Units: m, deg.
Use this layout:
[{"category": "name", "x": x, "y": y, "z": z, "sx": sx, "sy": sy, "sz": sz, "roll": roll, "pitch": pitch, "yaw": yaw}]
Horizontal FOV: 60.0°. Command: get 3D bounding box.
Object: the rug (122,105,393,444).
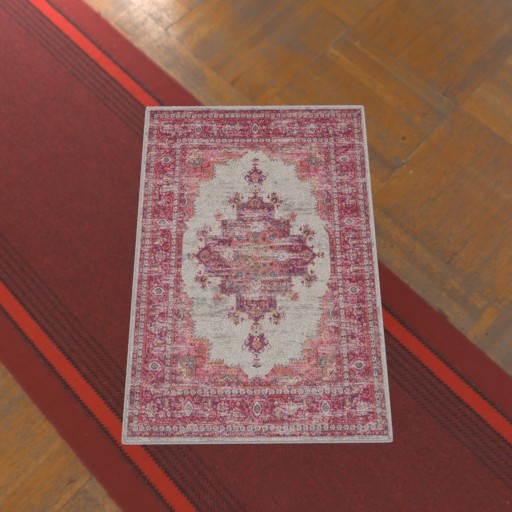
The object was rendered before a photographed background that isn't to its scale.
[{"category": "rug", "x": 0.000, "y": 0.000, "z": 2.848, "sx": 1.555, "sy": 0.011, "sz": 2.232, "roll": 0, "pitch": 74, "yaw": 0}]
